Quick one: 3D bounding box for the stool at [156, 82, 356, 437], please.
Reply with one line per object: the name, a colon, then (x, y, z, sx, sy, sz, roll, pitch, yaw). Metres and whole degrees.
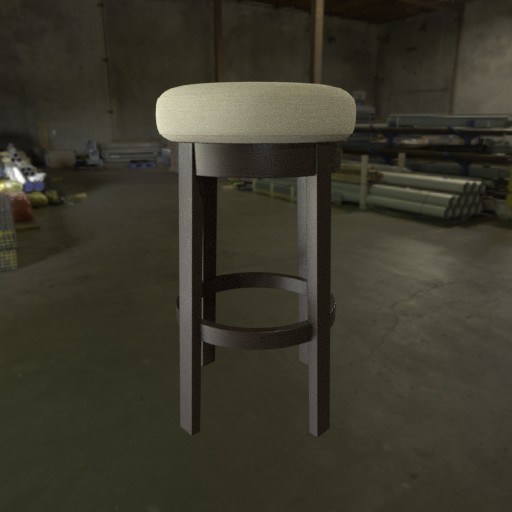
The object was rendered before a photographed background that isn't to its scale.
stool: (0.000, 0.000, 1.060, 0.446, 0.758, 0.446, 0, 16, 0)
